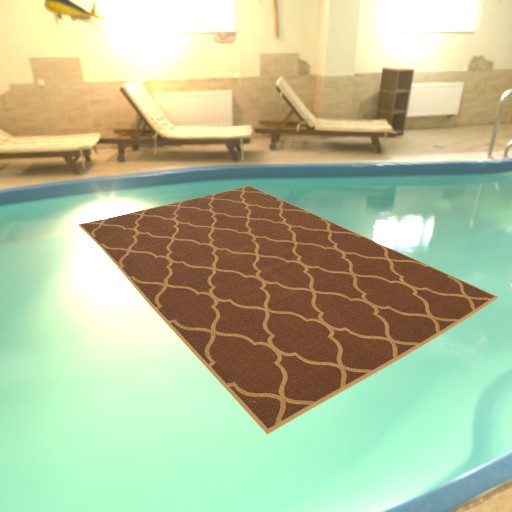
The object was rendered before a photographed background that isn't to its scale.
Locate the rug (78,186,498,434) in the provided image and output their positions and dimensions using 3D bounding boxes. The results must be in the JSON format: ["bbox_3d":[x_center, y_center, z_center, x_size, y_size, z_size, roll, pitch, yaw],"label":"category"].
[{"bbox_3d":[0.000,0.000,2.759,1.526,0.014,2.290,-18,32,-31],"label":"rug"}]
